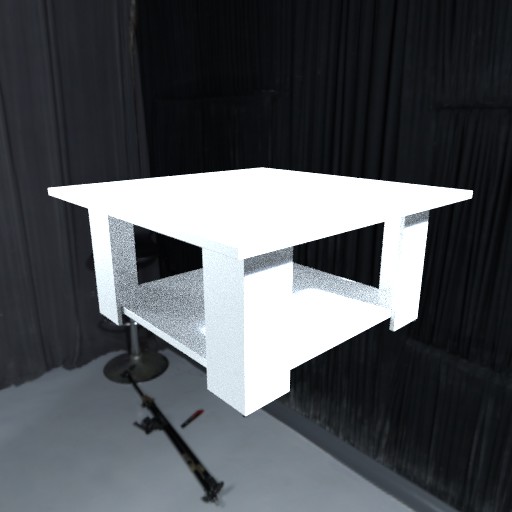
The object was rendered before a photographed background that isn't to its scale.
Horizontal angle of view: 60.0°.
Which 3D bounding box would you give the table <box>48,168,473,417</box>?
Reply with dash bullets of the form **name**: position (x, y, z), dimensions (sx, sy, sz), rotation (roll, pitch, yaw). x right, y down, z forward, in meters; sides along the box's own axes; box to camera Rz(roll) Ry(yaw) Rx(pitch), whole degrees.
- **table**: position (0.000, 0.000, 1.033), dimensions (0.670, 0.305, 0.670), rotation (-15, 23, -40)
